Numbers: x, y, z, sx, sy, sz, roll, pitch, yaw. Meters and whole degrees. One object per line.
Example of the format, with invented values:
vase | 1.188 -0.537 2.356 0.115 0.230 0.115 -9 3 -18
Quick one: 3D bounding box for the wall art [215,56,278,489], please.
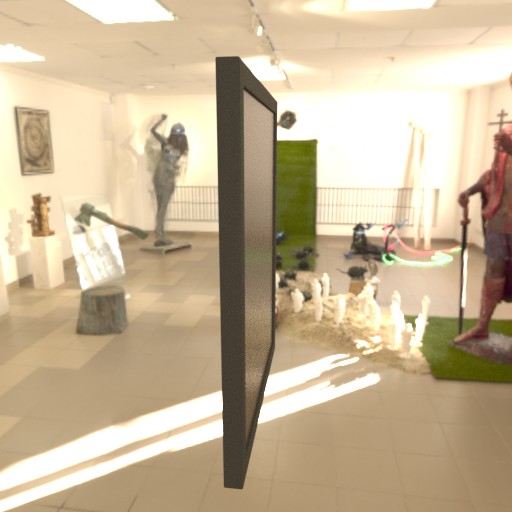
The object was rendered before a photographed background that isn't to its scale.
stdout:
wall art | 0.000 0.000 0.772 0.028 0.558 0.457 2 13 8
